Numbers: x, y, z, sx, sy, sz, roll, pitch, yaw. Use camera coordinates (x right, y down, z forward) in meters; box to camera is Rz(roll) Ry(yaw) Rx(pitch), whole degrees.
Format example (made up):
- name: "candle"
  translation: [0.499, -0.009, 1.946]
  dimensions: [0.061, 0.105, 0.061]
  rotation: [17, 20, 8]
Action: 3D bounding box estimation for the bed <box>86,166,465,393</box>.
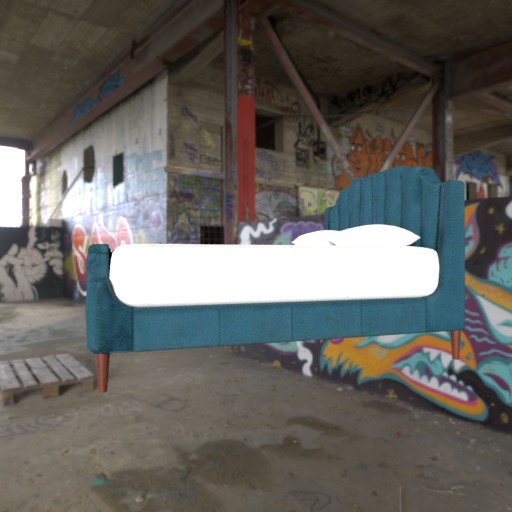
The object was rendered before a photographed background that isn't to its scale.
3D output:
- name: "bed"
  translation: [0.000, 0.000, 3.293]
  dimensions: [2.322, 1.351, 1.676]
  rotation: [0, 0, -19]
